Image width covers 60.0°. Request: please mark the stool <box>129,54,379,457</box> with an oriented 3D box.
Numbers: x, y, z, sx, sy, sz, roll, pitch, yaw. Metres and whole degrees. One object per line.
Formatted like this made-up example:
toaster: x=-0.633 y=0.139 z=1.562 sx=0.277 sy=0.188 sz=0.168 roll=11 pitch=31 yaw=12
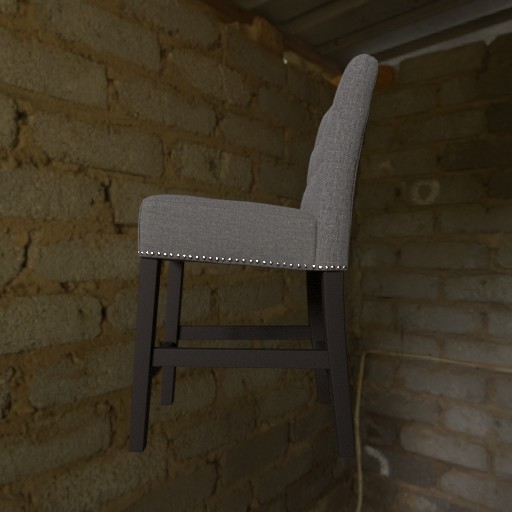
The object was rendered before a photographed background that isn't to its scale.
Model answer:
stool: x=0.000 y=0.000 z=1.167 sx=0.571 sy=0.885 sz=0.427 roll=0 pitch=0 yaw=0
